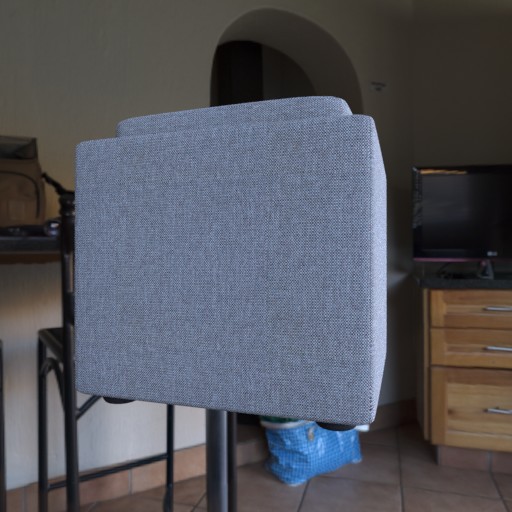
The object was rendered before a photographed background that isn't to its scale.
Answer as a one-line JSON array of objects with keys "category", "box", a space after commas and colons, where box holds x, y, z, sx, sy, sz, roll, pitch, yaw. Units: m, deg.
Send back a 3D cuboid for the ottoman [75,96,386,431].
[{"category": "ottoman", "box": [0.000, 0.000, 0.818, 0.450, 0.460, 0.450, 0, 0, 18]}]
